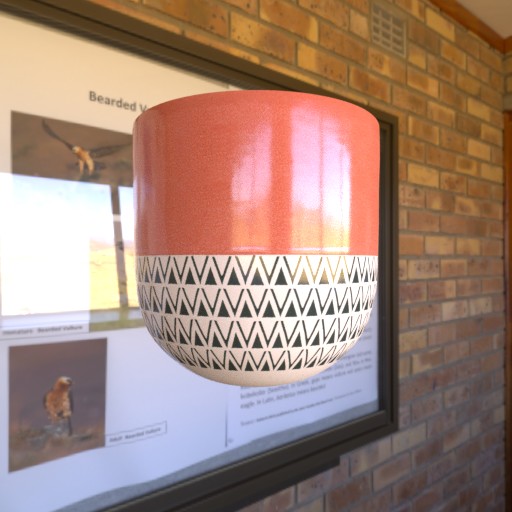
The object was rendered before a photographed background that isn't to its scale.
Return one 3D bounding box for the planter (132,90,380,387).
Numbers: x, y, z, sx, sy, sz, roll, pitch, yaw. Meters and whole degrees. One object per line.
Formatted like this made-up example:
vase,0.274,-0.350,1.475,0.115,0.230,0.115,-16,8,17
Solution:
planter,0.000,0.000,0.494,0.266,0.270,0.266,0,-1,0
